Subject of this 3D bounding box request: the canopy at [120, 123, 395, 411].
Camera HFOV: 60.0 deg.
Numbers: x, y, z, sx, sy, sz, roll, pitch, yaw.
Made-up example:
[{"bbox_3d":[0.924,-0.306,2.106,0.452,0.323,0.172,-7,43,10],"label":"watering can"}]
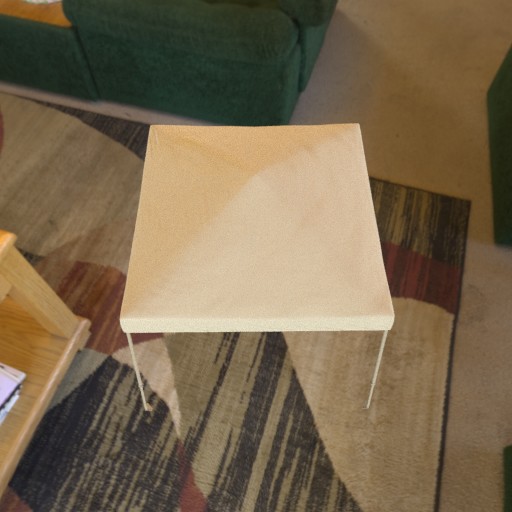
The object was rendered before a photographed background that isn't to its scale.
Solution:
[{"bbox_3d":[0.000,0.000,6.504,3.599,3.600,3.600,-1,59,0],"label":"canopy"}]
